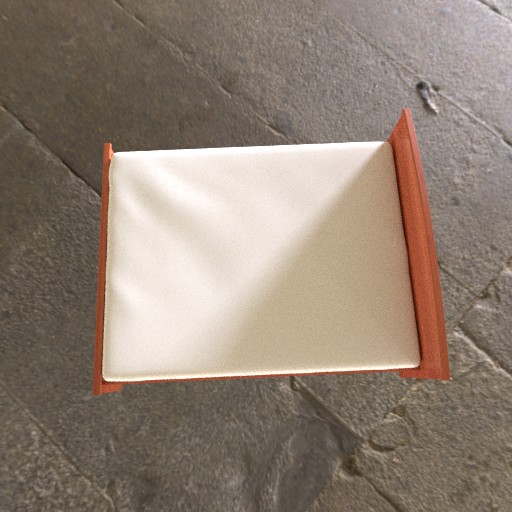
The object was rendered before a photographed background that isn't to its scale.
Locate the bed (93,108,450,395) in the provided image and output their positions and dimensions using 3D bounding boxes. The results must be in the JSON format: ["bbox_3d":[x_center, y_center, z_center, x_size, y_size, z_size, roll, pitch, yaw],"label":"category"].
[{"bbox_3d":[0.000,0.000,2.969,2.053,0.848,1.683,-3,75,-1],"label":"bed"}]
